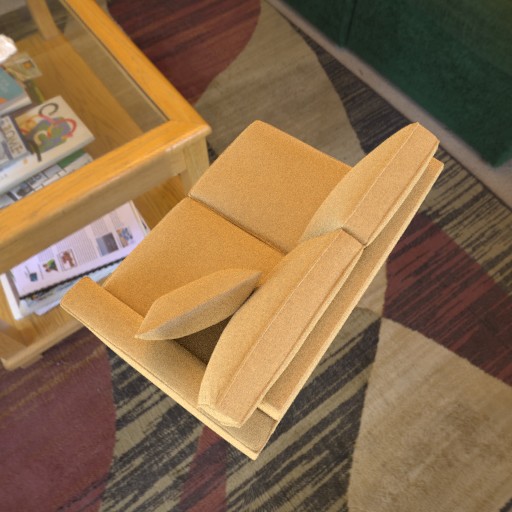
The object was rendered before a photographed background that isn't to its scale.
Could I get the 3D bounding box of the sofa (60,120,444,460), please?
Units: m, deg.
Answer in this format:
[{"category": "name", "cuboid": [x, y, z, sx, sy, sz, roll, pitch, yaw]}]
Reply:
[{"category": "sofa", "cuboid": [0.000, 0.000, 2.023, 0.991, 0.989, 1.388, 33, 68, 15]}]
